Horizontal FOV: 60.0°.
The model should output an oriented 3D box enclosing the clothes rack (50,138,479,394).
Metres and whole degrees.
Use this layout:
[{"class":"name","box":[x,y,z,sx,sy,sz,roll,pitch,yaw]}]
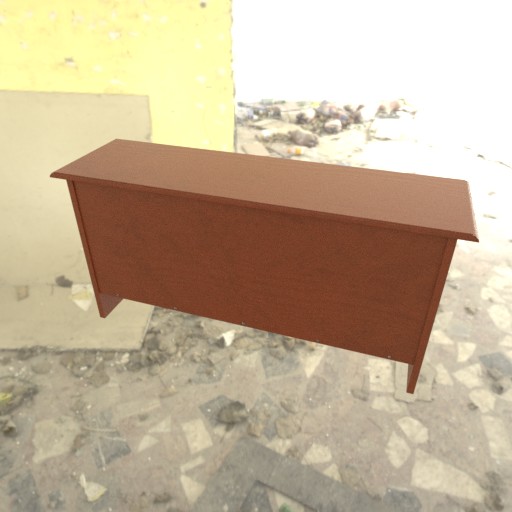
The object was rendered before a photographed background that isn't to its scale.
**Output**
[{"class":"clothes rack","box":[0.000,0.000,1.526,1.251,0.594,0.362,10,34,16]}]
